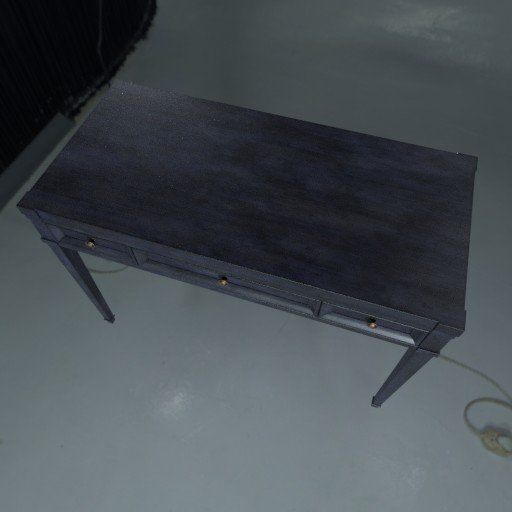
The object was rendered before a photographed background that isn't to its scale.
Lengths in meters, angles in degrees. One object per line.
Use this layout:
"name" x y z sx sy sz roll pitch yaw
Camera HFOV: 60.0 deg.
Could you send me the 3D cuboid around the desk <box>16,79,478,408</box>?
"desk" 0.000 0.000 1.725 1.289 0.861 0.630 15 59 10
